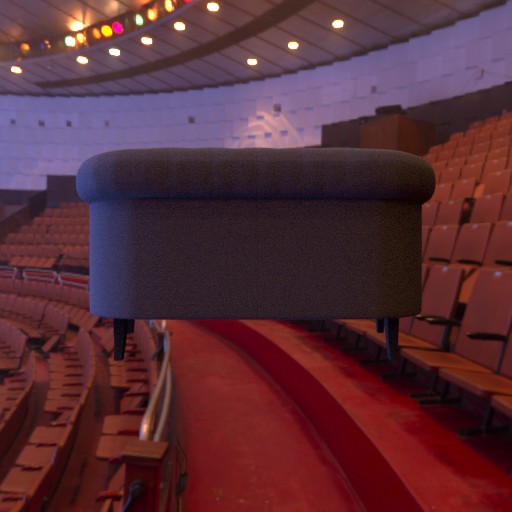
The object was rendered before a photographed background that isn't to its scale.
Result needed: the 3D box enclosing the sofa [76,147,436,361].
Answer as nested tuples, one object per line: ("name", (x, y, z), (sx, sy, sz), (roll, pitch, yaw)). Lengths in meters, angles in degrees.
("sofa", (0.000, 0.000, 2.017), (1.558, 0.827, 0.835), (0, 0, 0))
